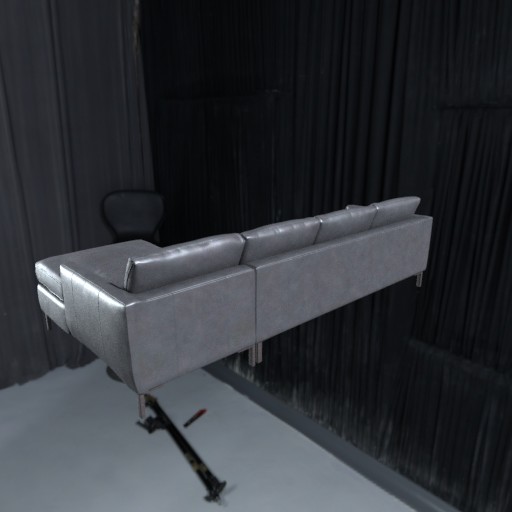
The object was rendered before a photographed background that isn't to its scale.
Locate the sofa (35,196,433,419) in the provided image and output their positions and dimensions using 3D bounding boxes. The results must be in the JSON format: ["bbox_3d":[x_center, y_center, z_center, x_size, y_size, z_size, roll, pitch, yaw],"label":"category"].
[{"bbox_3d":[0.000,0.000,3.602,2.993,0.859,1.471,-15,22,-40],"label":"sofa"}]
